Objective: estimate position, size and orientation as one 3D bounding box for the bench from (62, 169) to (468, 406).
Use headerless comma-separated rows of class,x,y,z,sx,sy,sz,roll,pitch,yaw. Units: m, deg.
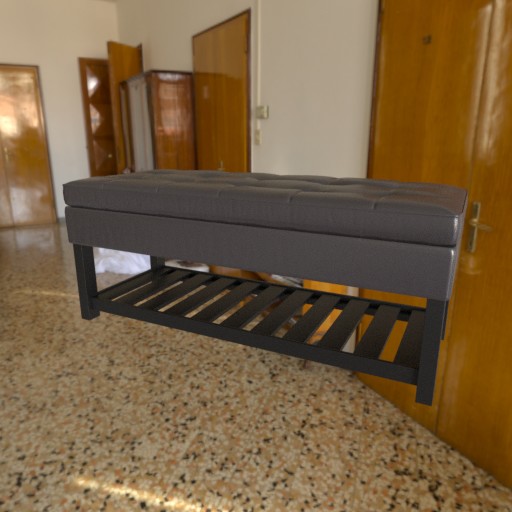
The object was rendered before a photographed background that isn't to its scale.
bench,0.000,0.000,1.332,1.105,0.460,0.432,8,18,25
